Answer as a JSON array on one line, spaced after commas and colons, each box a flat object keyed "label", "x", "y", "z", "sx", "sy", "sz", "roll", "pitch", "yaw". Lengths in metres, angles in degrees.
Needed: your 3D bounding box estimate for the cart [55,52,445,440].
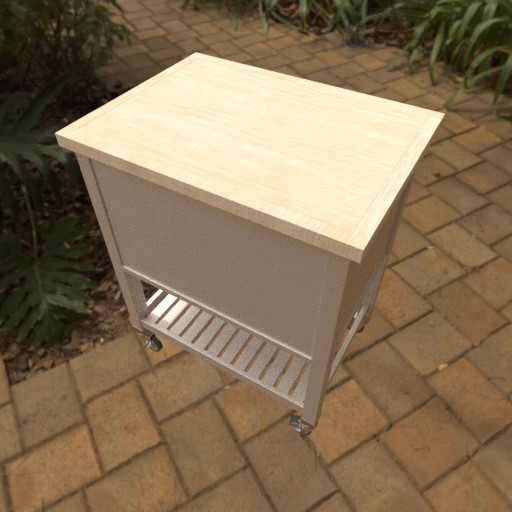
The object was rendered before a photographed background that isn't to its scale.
[{"label": "cart", "x": 0.000, "y": 0.000, "z": 1.394, "sx": 0.762, "sy": 0.914, "sz": 0.559, "roll": 23, "pitch": 50, "yaw": 21}]
